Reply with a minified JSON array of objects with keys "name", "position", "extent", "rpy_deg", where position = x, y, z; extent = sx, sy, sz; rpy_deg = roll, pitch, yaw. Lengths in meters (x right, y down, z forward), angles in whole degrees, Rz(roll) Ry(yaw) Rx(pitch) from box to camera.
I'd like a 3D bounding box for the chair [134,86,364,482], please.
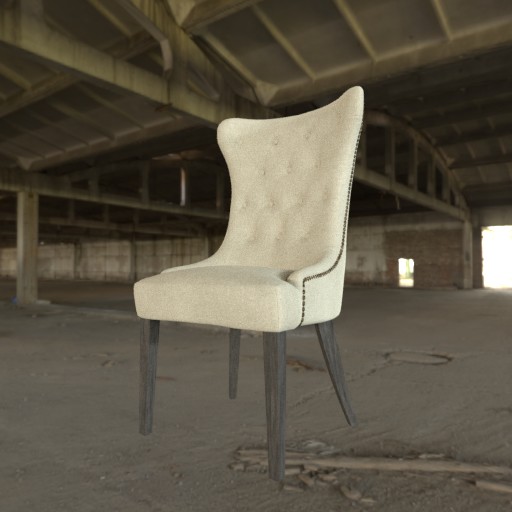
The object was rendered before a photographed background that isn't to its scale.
[{"name":"chair","position":[0.000,0.000,1.389],"extent":[0.584,1.065,0.590],"rpy_deg":[-1,-1,36]}]
